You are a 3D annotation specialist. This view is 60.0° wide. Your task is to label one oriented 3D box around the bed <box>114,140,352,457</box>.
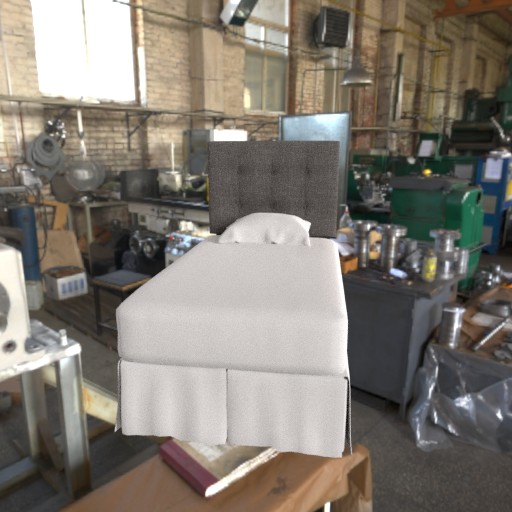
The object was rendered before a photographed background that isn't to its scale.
[{"bbox_3d":[0.000,0.000,3.045,1.261,1.571,1.997,2,14,8],"label":"bed"}]
